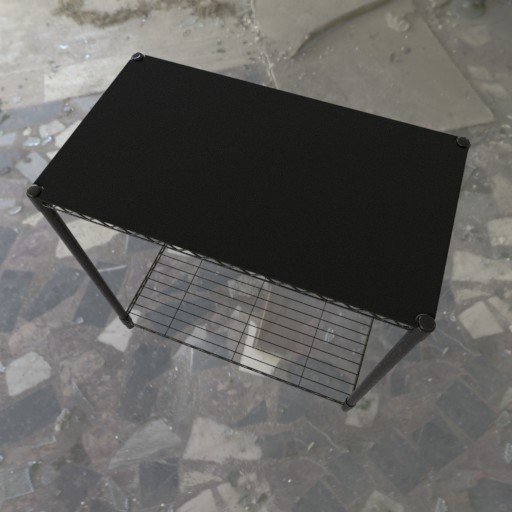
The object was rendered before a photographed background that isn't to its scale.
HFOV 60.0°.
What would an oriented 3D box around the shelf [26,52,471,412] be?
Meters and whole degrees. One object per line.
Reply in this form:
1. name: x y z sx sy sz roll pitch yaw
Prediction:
1. shelf: 0.000 0.000 0.905 0.589 0.564 0.338 18 63 10
